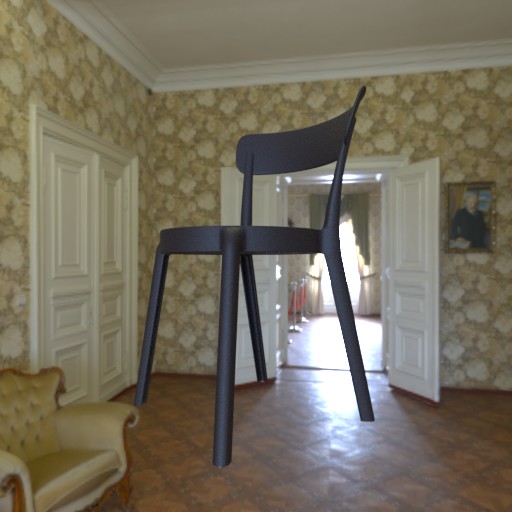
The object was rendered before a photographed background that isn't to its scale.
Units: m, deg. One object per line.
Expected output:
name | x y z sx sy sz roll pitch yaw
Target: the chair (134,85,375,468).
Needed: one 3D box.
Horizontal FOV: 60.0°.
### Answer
chair | 0.000 0.000 1.139 0.491 0.790 0.506 1 -1 -35
